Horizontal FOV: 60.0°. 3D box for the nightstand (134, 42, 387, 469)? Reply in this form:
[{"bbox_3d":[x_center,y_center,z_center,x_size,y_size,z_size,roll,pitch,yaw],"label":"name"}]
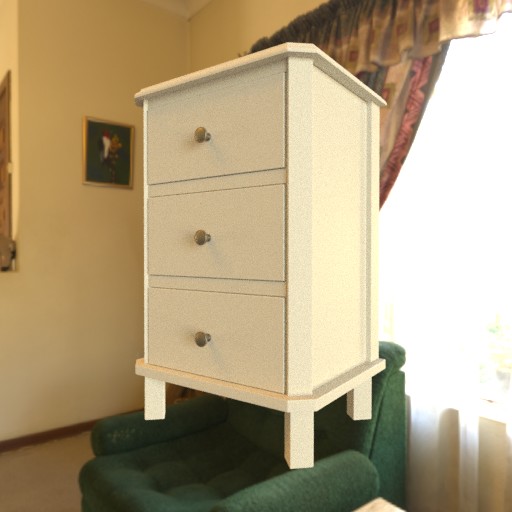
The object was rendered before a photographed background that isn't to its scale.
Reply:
[{"bbox_3d":[0.000,0.000,0.935,0.435,0.681,0.351,1,1,36],"label":"nightstand"}]
